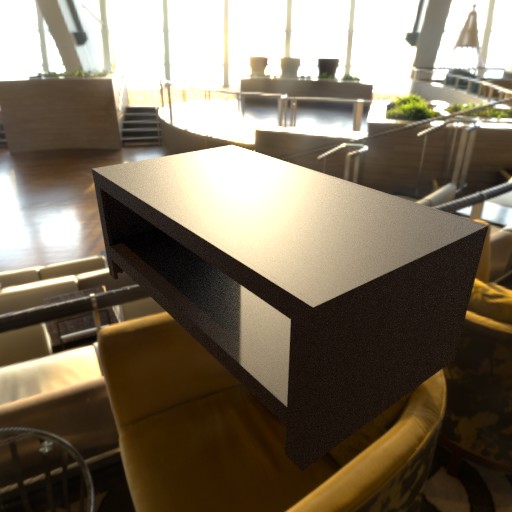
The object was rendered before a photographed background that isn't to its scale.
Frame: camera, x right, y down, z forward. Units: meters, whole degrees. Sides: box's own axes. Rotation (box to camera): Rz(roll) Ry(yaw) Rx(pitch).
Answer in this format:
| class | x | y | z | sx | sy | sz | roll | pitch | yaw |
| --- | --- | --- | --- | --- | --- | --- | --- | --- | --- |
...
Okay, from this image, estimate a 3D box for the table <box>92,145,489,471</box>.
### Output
| class | x | y | z | sx | sy | sz | roll | pitch | yaw |
| --- | --- | --- | --- | --- | --- | --- | --- | --- | --- |
| table | 0.000 | 0.000 | 1.410 | 0.597 | 0.424 | 1.099 | -19 | 32 | -33 |
